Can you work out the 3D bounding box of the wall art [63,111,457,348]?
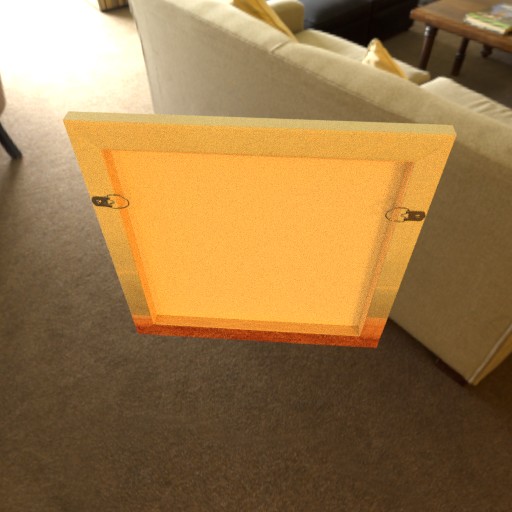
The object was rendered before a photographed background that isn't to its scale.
[{"bbox_3d":[0.000,0.000,0.908,0.605,0.605,0.034,3,47,3],"label":"wall art"}]
